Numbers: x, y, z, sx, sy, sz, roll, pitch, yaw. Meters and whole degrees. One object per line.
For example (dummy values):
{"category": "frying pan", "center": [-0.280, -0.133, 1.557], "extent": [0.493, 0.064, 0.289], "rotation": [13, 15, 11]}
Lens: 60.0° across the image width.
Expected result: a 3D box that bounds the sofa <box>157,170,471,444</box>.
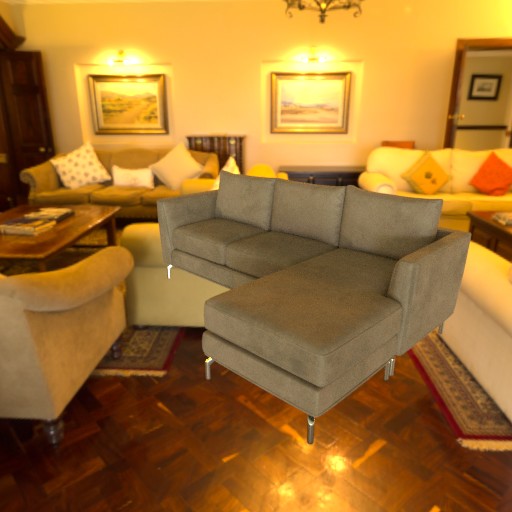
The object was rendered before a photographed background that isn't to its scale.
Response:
{"category": "sofa", "center": [0.000, 0.000, 3.271], "extent": [2.438, 0.987, 1.622], "rotation": [17, 25, 41]}
